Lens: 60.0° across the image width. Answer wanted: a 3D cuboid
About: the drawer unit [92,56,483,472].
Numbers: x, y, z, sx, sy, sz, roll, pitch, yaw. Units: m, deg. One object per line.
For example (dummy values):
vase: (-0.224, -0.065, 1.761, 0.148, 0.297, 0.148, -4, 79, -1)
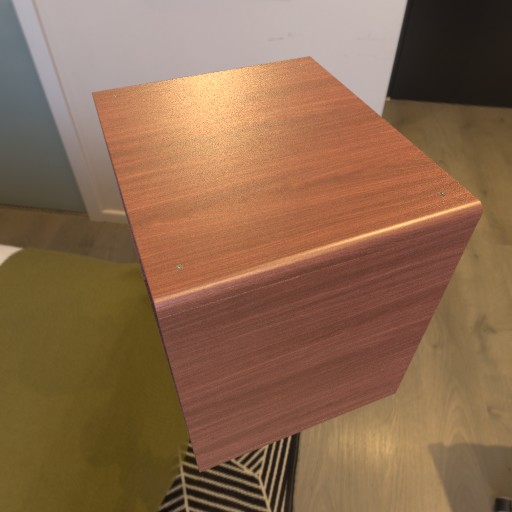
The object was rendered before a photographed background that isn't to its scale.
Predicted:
drawer unit: (0.000, 0.000, 0.585, 0.290, 0.351, 0.349, -16, 48, -15)
